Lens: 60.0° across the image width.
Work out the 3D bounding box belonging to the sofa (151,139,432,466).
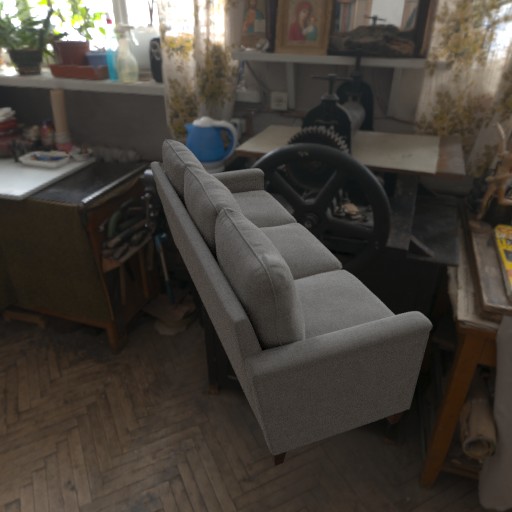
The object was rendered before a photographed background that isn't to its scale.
[{"bbox_3d":[0.000,0.000,2.483,0.828,0.959,1.925,-11,33,-18],"label":"sofa"}]
